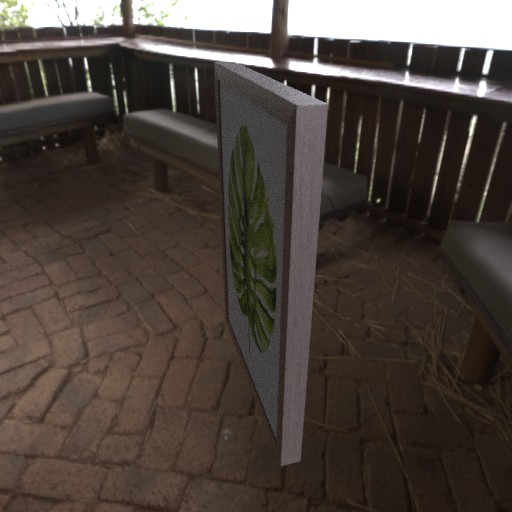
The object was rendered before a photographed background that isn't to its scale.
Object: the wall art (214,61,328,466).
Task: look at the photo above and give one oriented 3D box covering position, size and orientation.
[{"bbox_3d":[0.000,0.000,0.676,0.032,0.510,0.358,-8,31,-14],"label":"wall art"}]
